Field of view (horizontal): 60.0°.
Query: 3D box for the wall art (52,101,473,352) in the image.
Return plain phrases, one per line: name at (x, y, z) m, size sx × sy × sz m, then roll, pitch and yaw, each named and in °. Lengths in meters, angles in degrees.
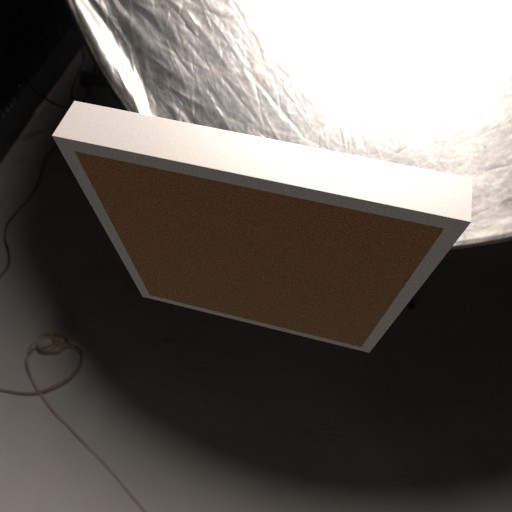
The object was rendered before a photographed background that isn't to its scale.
wall art at (0.000, 0.000, 0.453) m, size 0.305 × 0.302 × 0.038 m, roll 13°, pitch 62°, yaw 7°
